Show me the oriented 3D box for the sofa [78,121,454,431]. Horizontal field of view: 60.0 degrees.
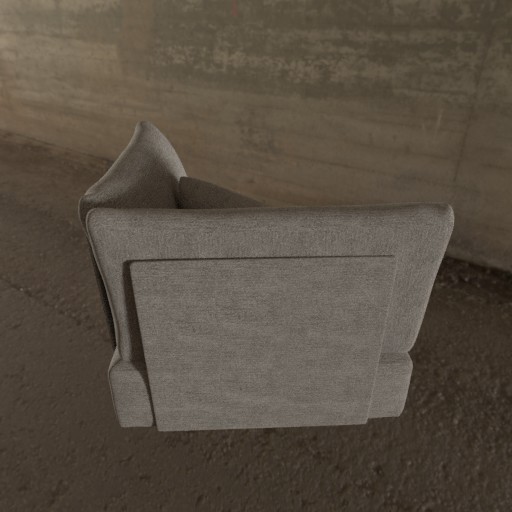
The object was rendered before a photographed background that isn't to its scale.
[{"bbox_3d":[0.000,0.000,1.706,1.000,0.820,1.000,-1,30,-2],"label":"sofa"}]
